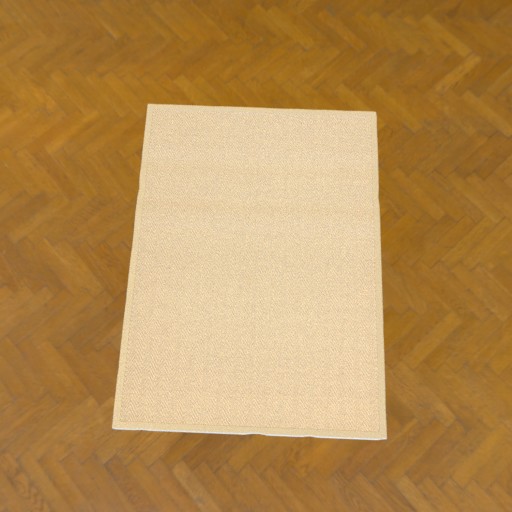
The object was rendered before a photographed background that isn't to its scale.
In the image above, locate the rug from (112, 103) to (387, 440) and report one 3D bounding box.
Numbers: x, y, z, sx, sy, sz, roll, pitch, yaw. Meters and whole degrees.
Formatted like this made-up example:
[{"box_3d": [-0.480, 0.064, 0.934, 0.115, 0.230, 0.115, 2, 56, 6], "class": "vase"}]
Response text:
[{"box_3d": [0.000, 0.000, 4.842, 2.734, 0.037, 3.659, 2, 76, 1], "class": "rug"}]
